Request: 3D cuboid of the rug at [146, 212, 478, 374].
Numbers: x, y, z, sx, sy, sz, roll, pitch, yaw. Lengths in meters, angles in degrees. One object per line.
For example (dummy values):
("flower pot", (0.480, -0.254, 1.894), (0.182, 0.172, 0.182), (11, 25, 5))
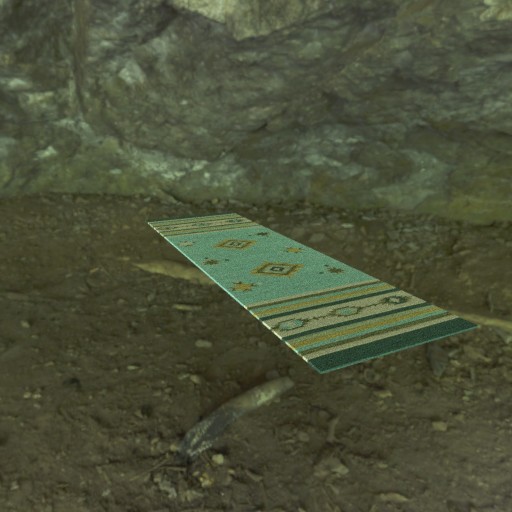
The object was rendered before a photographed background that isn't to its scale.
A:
("rug", (0.000, 0.000, 2.635), (0.744, 0.010, 2.441), (-8, 19, -25))
